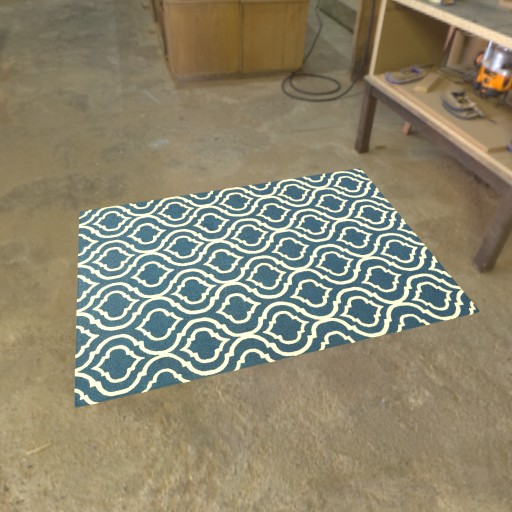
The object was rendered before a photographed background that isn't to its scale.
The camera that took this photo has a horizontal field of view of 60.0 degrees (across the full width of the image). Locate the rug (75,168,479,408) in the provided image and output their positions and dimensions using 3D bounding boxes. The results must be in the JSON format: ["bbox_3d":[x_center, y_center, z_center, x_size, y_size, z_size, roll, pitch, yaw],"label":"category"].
[{"bbox_3d":[0.000,0.000,2.763,2.134,0.010,1.524,-11,44,-11],"label":"rug"}]
